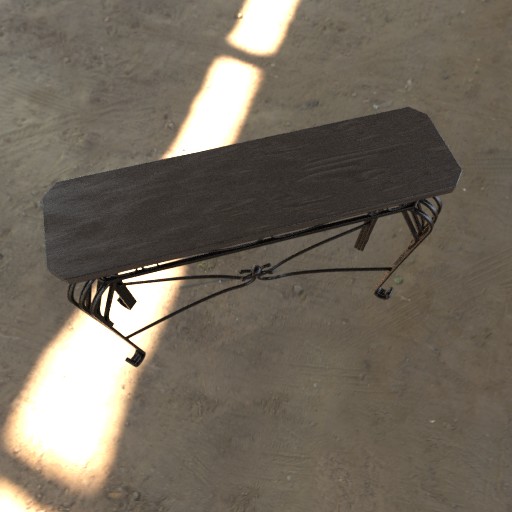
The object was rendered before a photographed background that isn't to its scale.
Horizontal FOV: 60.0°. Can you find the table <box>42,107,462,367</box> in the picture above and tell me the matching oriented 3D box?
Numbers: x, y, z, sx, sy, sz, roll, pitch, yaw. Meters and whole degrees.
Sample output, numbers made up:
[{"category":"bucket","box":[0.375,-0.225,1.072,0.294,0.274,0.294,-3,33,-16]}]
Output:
[{"category":"table","box":[0.000,0.000,1.502,1.112,0.800,0.329,-14,63,-7]}]
